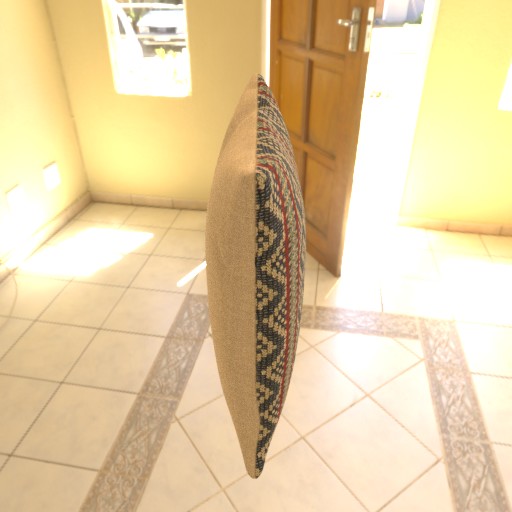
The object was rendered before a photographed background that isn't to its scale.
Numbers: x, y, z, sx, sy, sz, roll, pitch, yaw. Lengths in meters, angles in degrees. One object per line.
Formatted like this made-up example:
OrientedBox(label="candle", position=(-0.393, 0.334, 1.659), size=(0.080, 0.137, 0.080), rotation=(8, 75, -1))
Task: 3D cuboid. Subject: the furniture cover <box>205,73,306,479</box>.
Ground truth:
OrientedBox(label="furniture cover", position=(0.000, 0.000, 0.653), size=(0.139, 0.431, 0.431), rotation=(0, 33, 0))
